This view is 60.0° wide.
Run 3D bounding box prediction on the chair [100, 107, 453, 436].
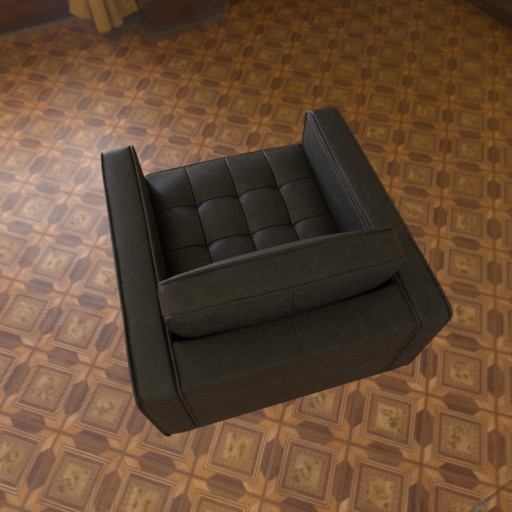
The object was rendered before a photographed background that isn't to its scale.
[{"bbox_3d":[0.000,0.000,1.531,0.889,0.763,0.914,-14,59,-8],"label":"chair"}]
